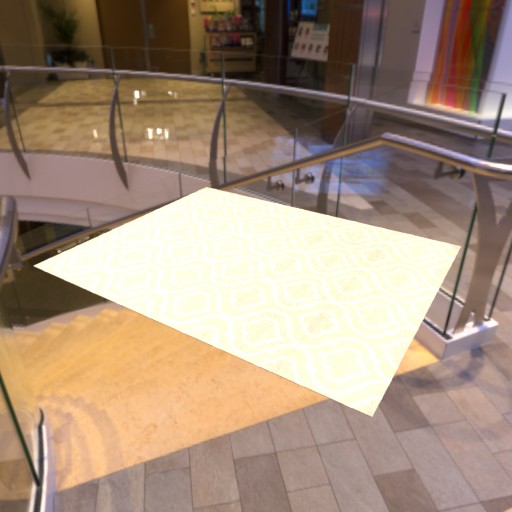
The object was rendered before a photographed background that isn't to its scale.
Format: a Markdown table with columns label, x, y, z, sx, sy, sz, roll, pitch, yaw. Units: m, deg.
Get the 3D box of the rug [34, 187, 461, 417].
| label | x | y | z | sx | sy | sz | roll | pitch | yaw |
| --- | --- | --- | --- | --- | --- | --- | --- | --- | --- |
| rug | 0.000 | 0.000 | 3.810 | 2.892 | 0.006 | 2.283 | 17 | 33 | 28 |
